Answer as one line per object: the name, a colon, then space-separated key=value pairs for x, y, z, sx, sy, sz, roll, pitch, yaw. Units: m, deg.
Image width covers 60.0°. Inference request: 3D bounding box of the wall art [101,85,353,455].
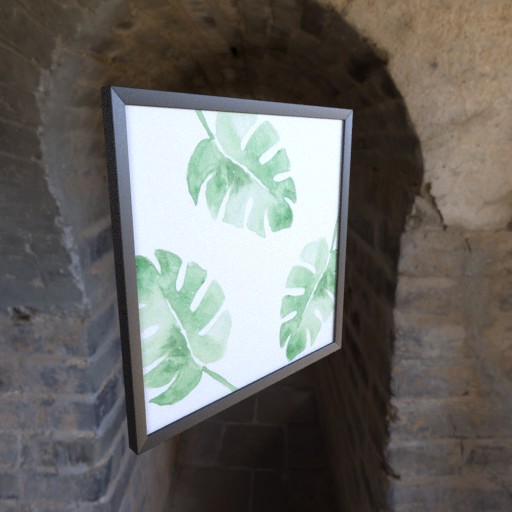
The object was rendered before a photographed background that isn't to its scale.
wall art: x=0.000 y=0.000 z=1.154 sx=0.765 sy=0.765 sz=0.038 roll=-13 pitch=19 yaw=-43
